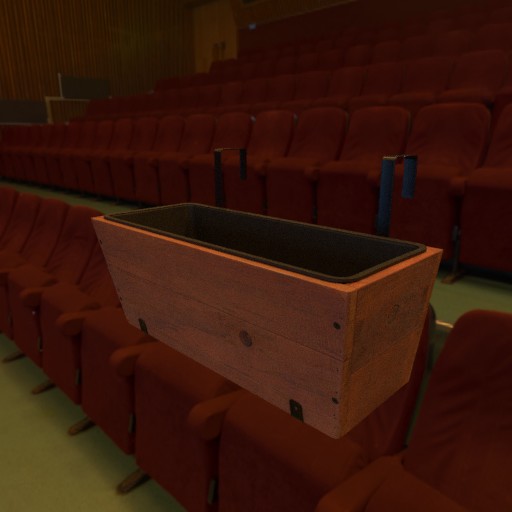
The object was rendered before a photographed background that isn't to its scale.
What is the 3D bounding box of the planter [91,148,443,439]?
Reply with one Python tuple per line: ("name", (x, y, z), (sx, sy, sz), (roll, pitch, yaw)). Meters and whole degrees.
("planter", (0.000, 0.000, 0.644), (0.480, 0.289, 0.262), (15, 22, 42))
